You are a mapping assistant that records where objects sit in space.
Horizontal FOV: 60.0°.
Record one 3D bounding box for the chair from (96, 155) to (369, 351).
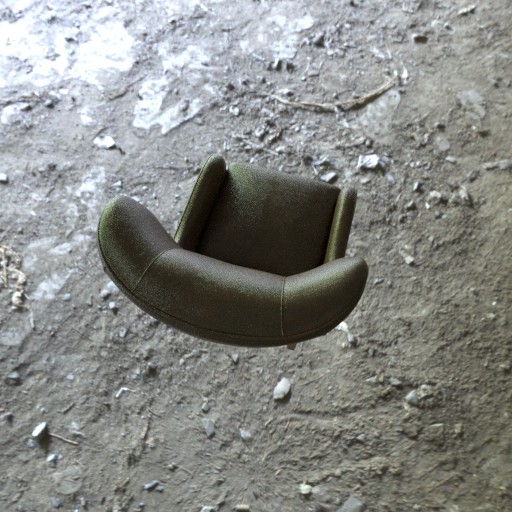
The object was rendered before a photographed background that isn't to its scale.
[{"bbox_3d":[0.000,0.000,1.640,0.692,1.048,0.914,15,64,7],"label":"chair"}]
